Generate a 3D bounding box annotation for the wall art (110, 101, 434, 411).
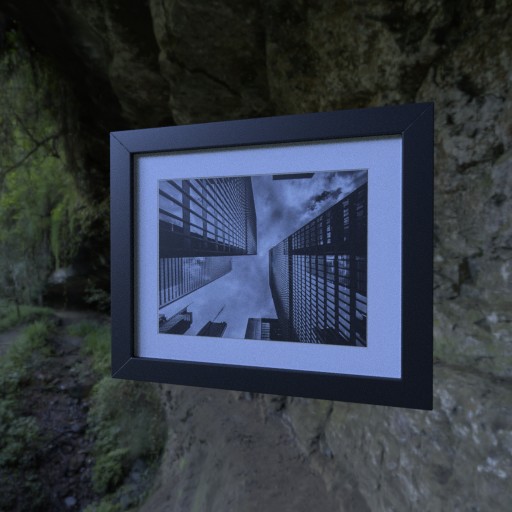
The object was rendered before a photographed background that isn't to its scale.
[{"bbox_3d":[0.000,0.000,0.748,0.558,0.457,0.031,0,1,18],"label":"wall art"}]
